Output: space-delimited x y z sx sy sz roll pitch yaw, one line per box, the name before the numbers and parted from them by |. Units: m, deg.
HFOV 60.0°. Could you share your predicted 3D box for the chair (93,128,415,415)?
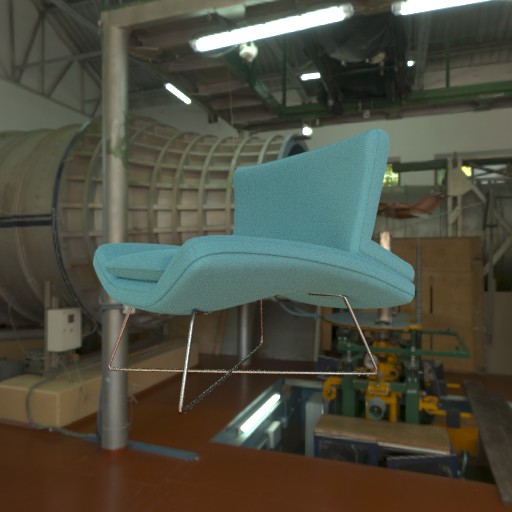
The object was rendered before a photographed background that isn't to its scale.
chair | 0.000 0.000 1.687 1.008 0.855 0.859 0 0 -36
